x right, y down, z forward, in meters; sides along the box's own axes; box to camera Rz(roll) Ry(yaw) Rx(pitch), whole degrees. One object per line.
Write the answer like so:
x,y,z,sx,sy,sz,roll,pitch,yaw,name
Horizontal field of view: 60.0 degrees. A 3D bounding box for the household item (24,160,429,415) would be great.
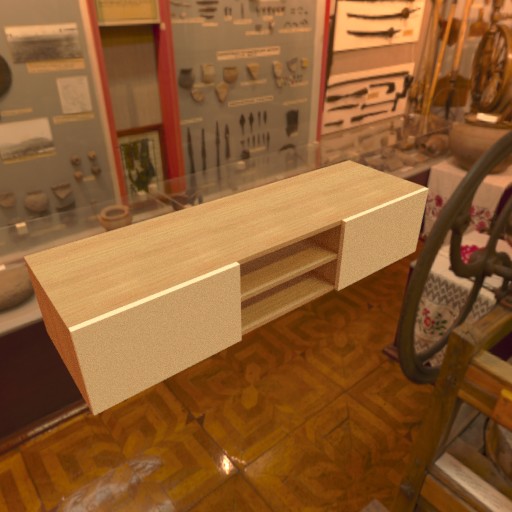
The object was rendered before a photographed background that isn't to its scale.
0.000,0.000,1.604,1.400,0.310,0.420,-22,37,-31,household item
